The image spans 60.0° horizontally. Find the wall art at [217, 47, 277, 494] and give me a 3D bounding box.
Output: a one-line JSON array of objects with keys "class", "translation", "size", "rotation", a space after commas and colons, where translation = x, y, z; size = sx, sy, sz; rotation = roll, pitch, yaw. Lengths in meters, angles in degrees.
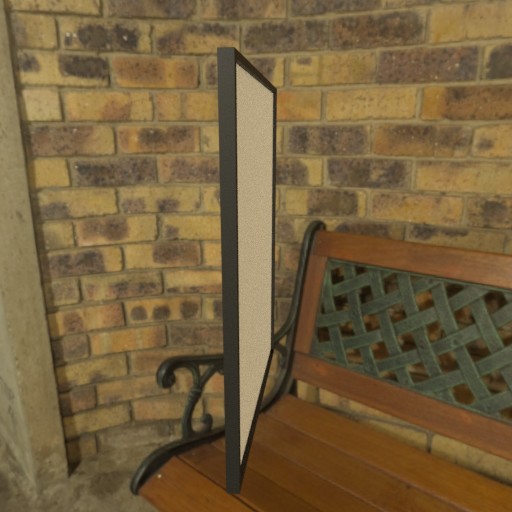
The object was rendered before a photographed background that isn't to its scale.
[{"class": "wall art", "translation": [0.000, 0.000, 1.400], "size": [0.036, 1.070, 0.802], "rotation": [2, 15, 8]}]
